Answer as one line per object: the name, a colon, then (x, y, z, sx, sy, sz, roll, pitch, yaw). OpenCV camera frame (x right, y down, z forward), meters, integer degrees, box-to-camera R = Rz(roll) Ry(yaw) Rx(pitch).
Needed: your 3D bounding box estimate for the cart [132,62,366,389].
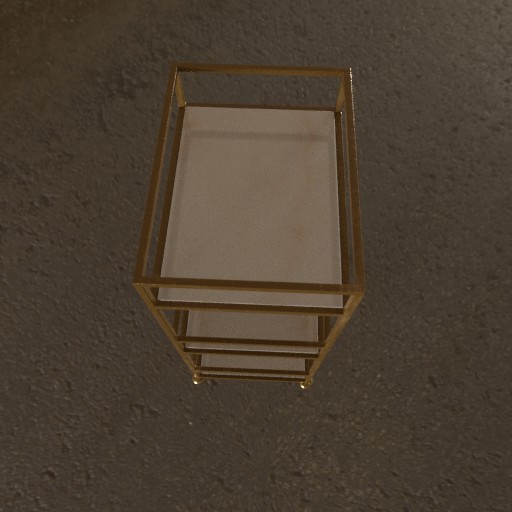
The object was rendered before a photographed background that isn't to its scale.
cart: (0.000, 0.000, 1.018, 0.332, 0.761, 0.483, 2, 65, 1)
